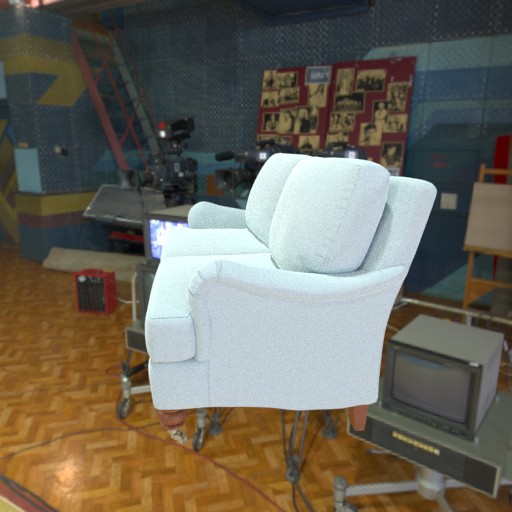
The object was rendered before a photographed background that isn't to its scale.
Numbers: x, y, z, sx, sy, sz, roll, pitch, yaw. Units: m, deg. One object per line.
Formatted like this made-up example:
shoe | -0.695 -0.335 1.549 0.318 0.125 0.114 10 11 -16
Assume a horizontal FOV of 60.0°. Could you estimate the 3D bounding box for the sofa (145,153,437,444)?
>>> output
sofa | 0.000 0.000 2.484 1.084 1.101 1.853 -2 14 -8
